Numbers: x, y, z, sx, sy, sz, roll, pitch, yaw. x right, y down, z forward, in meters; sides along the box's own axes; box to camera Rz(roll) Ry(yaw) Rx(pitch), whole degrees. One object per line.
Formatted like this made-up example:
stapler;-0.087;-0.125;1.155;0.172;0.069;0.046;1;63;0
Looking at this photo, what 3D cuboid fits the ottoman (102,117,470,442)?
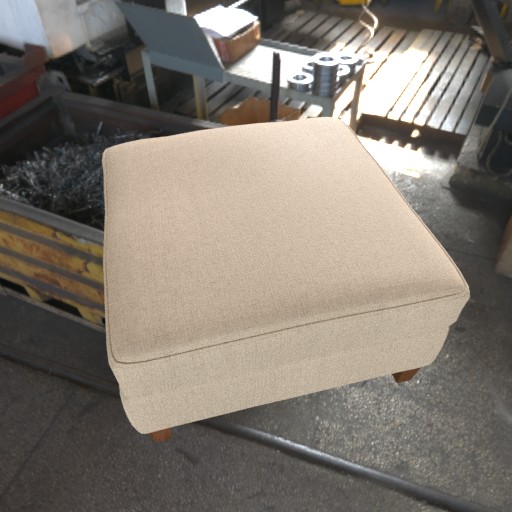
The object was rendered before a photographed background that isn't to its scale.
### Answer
ottoman;0.000;0.000;1.348;0.838;0.503;0.838;-10;47;-10
